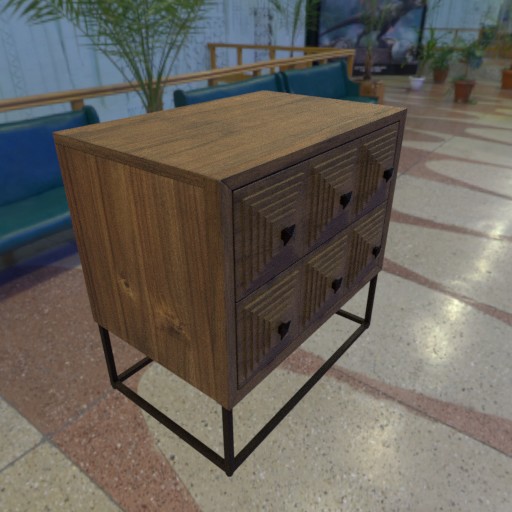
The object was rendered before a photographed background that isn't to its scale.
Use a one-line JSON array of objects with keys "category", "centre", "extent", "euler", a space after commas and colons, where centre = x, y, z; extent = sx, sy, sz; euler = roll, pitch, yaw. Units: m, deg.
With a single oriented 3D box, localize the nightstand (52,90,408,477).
[{"category": "nightstand", "centre": [0.000, 0.000, 1.017], "extent": [0.437, 0.610, 0.610], "euler": [21, 35, 33]}]
